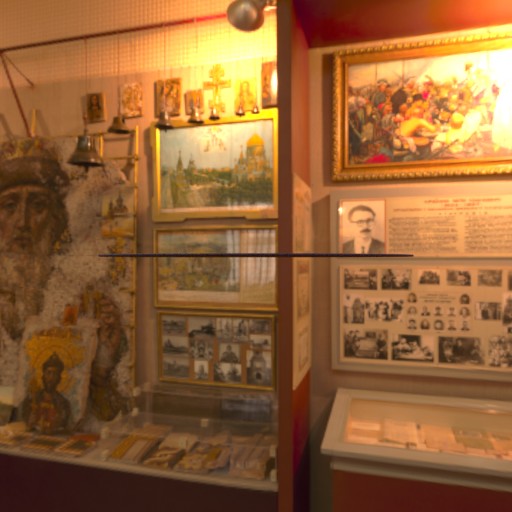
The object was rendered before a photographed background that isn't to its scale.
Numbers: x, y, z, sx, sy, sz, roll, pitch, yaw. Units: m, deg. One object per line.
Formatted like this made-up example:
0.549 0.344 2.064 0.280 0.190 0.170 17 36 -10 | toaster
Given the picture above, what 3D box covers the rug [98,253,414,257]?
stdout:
0.000 0.000 2.372 1.591 0.010 1.591 0 0 0 | rug
